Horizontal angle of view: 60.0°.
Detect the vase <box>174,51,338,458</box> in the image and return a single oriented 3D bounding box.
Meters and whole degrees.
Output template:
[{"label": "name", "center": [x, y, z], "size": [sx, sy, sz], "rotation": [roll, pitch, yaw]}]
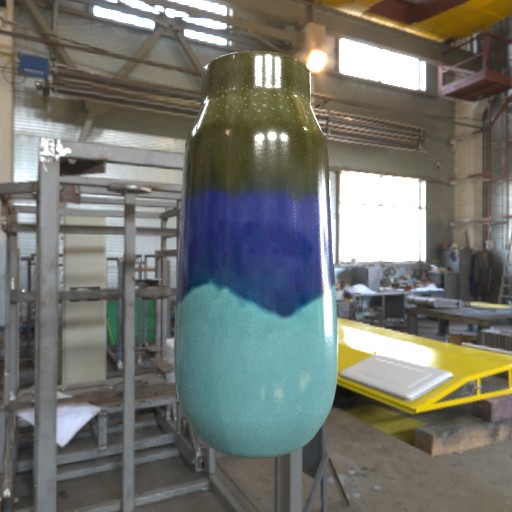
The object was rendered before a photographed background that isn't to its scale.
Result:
[{"label": "vase", "center": [0.000, 0.000, 0.380], "size": [0.139, 0.313, 0.139], "rotation": [0, 0, 0]}]
